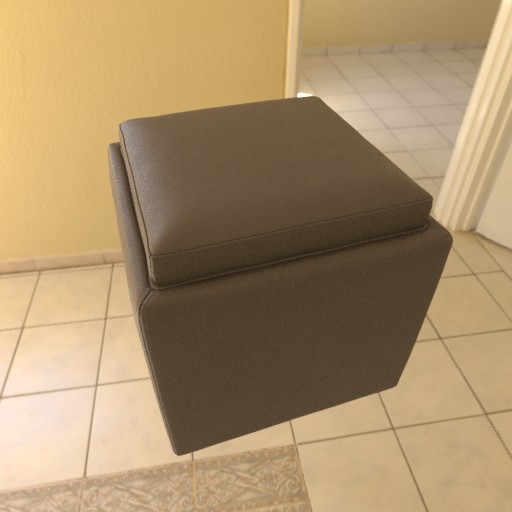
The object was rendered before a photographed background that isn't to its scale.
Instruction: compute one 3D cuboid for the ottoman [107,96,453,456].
[{"bbox_3d":[0.000,0.000,0.814,0.451,0.460,0.450,-12,43,-14],"label":"ottoman"}]
